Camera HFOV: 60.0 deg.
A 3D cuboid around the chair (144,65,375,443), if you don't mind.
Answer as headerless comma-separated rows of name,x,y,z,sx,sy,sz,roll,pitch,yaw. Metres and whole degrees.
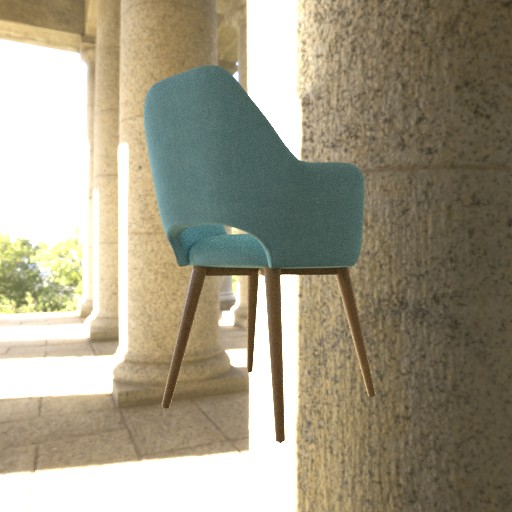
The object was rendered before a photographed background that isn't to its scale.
chair,0.000,0.000,1.246,0.590,0.840,0.610,0,0,37
